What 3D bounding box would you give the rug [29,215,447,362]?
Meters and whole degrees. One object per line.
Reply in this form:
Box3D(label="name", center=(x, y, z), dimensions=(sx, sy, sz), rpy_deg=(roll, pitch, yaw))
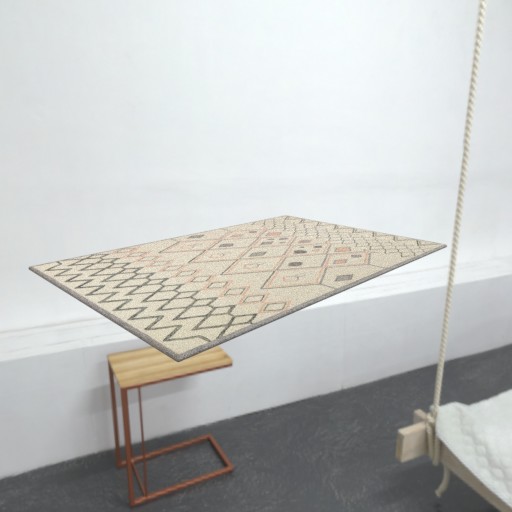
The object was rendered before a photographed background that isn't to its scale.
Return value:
Box3D(label="rug", center=(0.000, 0.000, 2.298), dimensions=(1.829, 0.016, 1.219), rpy_deg=(-15, 22, -42))
